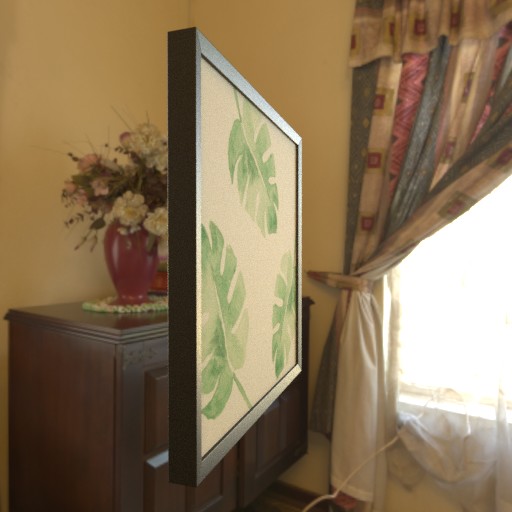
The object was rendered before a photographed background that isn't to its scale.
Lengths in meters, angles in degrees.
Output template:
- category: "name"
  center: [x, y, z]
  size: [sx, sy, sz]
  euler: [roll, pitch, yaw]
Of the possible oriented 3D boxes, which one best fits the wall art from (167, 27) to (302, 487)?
- category: "wall art"
  center: [0.000, 0.000, 0.733]
  size: [0.036, 0.508, 0.508]
  euler: [0, 1, 19]
